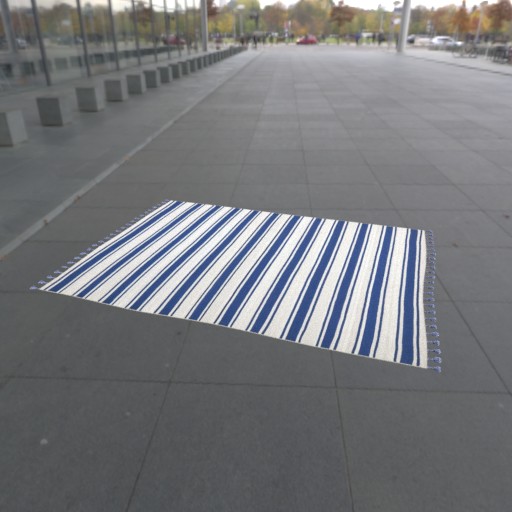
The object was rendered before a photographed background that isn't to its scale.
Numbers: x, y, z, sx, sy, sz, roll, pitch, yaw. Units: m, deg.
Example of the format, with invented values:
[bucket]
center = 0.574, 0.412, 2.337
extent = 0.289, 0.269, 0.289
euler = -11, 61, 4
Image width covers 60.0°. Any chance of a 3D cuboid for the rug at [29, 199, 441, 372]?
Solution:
[rug]
center = 0.000, 0.000, 4.434
extent = 3.416, 0.016, 2.471
euler = 9, 28, 17
